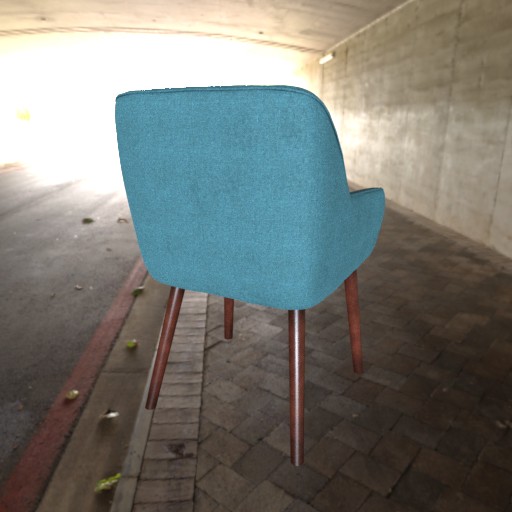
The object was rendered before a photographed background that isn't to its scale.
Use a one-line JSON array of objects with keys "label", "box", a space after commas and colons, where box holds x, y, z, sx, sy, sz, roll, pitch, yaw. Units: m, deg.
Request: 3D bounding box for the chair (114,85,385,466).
[{"label": "chair", "box": [0.000, 0.000, 1.156, 0.543, 0.803, 0.519, 9, 19, 27]}]
